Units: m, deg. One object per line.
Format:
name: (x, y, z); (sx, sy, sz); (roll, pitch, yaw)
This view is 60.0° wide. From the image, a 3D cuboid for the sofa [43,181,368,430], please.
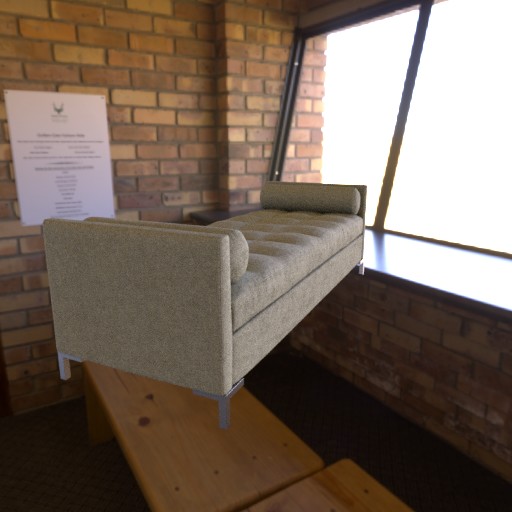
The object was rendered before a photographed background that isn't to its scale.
sofa: (0.000, 0.000, 2.461); (0.797, 0.657, 2.102); (7, 15, 25)
